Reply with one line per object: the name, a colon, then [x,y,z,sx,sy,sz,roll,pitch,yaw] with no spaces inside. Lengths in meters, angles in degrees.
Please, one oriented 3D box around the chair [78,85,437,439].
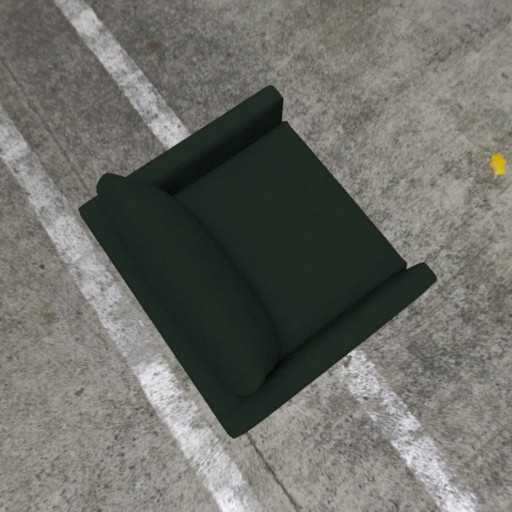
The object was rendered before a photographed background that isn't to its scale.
chair: [0.000,0.000,1.684,0.866,0.861,0.963,-35,78,-9]
